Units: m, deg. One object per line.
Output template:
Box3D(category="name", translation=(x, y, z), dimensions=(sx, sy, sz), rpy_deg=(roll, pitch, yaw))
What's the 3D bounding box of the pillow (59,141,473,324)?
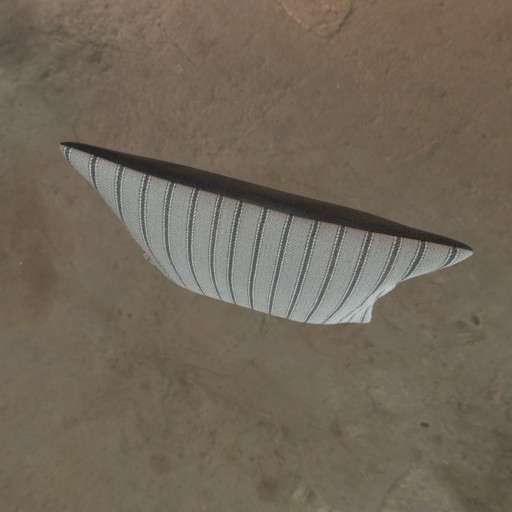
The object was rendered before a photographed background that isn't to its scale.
Box3D(category="pillow", translation=(0.000, 0.000, 0.681), dimensions=(0.468, 0.444, 0.138), rpy_deg=(15, 74, 5))
